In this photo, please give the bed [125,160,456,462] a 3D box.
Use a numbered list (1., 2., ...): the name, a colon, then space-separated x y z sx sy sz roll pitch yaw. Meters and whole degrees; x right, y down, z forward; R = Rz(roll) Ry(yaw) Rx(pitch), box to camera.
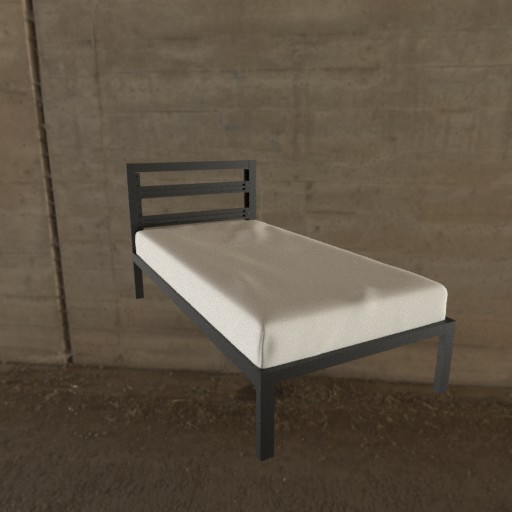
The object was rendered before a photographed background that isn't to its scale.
1. bed: 0.000 0.000 2.536 0.991 0.967 1.930 -8 17 -27
